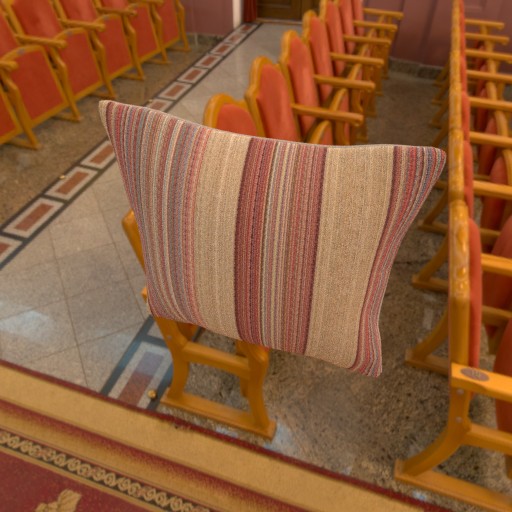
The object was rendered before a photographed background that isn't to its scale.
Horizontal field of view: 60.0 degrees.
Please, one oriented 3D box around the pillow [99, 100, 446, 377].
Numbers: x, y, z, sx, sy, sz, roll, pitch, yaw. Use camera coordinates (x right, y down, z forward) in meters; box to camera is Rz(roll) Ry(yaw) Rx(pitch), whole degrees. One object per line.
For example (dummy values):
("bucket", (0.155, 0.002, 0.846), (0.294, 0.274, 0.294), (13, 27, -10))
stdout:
("pillow", (0.000, 0.000, 0.656), (0.437, 0.419, 0.136), (13, 43, 14))
